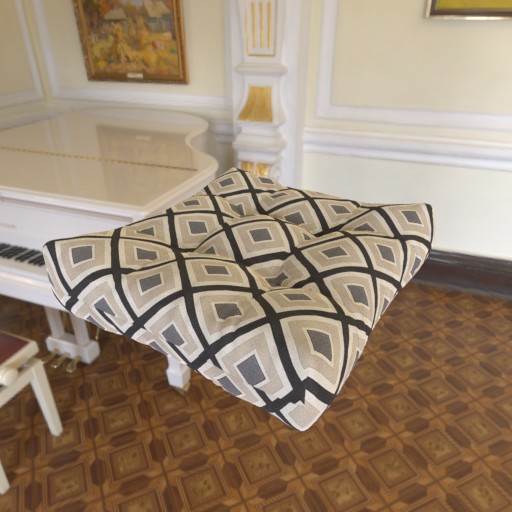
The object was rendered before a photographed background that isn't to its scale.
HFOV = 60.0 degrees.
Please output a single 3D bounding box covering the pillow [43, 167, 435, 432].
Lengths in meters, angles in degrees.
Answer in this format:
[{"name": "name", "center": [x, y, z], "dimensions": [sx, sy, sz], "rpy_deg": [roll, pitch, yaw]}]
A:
[{"name": "pillow", "center": [0.000, 0.000, 0.731], "dimensions": [0.468, 0.128, 0.490], "rpy_deg": [17, 33, 29]}]
